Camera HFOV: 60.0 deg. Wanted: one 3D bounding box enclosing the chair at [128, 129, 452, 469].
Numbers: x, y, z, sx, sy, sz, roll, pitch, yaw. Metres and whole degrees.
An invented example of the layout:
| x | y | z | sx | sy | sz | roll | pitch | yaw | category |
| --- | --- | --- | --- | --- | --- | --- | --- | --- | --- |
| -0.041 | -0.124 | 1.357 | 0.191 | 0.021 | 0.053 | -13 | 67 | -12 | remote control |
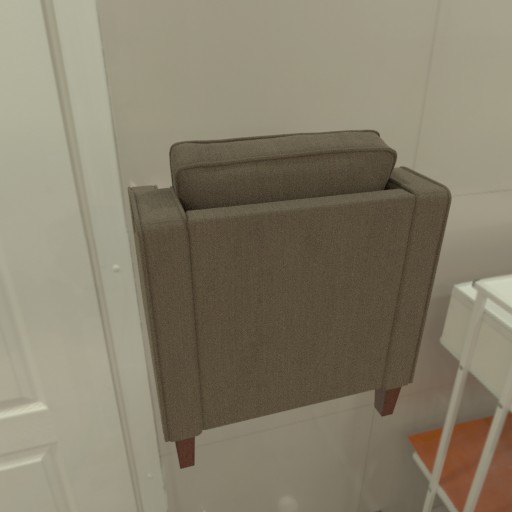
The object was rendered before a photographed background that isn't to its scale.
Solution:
| x | y | z | sx | sy | sz | roll | pitch | yaw | category |
| --- | --- | --- | --- | --- | --- | --- | --- | --- | --- |
| 0.000 | 0.000 | 1.613 | 0.831 | 0.960 | 0.909 | -8 | 27 | -15 | chair |
